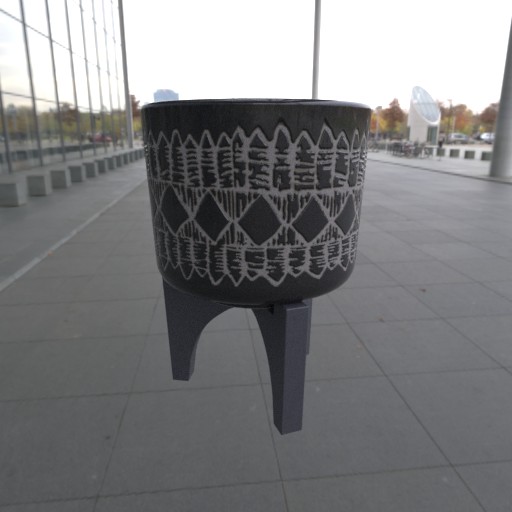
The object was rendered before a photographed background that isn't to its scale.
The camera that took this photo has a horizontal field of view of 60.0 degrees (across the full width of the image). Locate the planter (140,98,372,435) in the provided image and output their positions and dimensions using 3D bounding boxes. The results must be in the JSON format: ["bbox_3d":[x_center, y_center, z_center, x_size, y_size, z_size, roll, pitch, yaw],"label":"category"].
[{"bbox_3d":[0.000,0.000,0.277,0.129,0.177,0.129,0,15,0],"label":"planter"}]
